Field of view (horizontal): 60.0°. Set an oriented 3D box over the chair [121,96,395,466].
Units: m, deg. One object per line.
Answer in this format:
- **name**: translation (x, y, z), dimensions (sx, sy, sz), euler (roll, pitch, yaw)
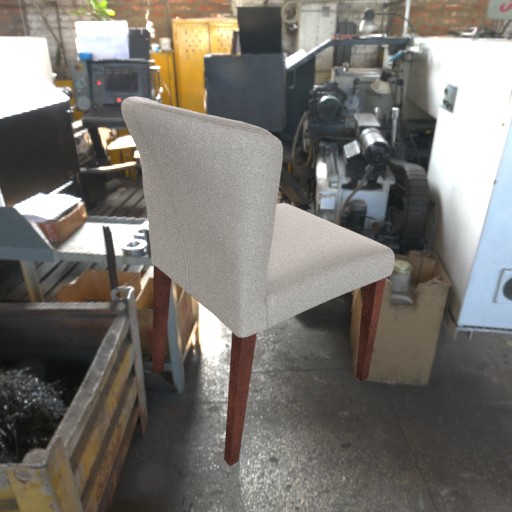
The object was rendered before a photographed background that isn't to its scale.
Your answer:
- **chair**: translation (0.000, 0.000, 1.193), dimensions (0.592, 0.839, 0.491), euler (-19, 32, -32)
